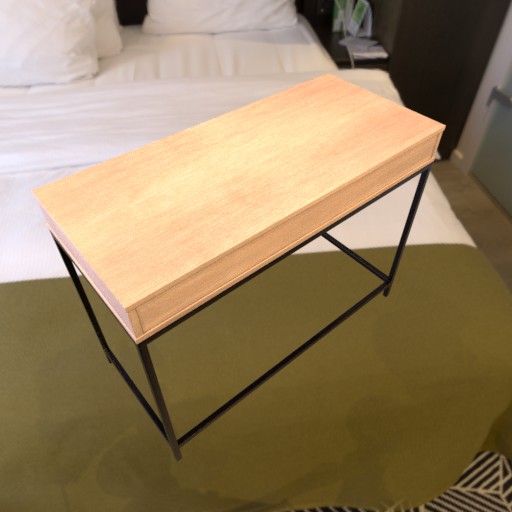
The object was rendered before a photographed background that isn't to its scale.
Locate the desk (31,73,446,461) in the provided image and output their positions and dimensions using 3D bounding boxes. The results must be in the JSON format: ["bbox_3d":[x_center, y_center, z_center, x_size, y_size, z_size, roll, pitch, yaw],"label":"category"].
[{"bbox_3d":[0.000,0.000,1.431,1.016,0.762,0.470,-31,53,-27],"label":"desk"}]
